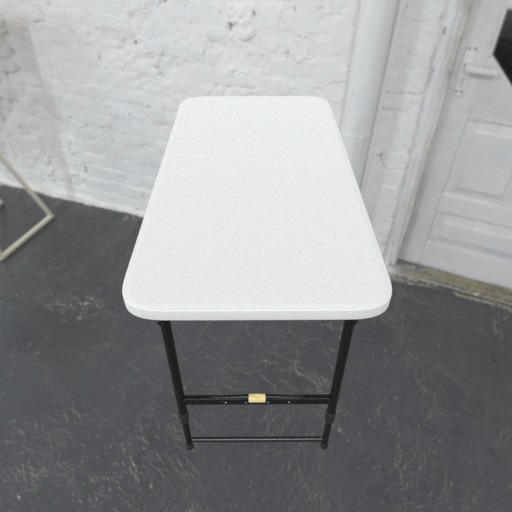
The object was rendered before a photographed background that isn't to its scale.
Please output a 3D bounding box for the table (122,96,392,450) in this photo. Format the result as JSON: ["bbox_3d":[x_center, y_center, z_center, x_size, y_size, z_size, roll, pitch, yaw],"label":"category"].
[{"bbox_3d":[0.000,0.000,1.641,0.610,0.737,1.219,0,40,0],"label":"table"}]
